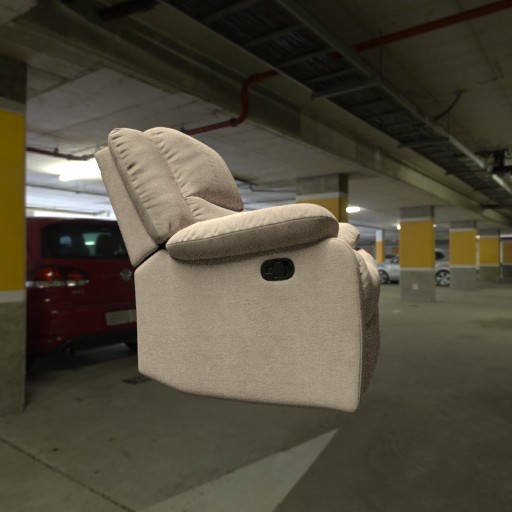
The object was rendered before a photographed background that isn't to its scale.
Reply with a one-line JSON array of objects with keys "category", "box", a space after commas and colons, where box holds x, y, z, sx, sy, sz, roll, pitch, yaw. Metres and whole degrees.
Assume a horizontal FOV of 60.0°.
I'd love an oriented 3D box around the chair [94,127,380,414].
[{"category": "chair", "box": [0.000, 0.000, 1.777, 0.944, 1.008, 0.899, 0, -1, 19]}]
